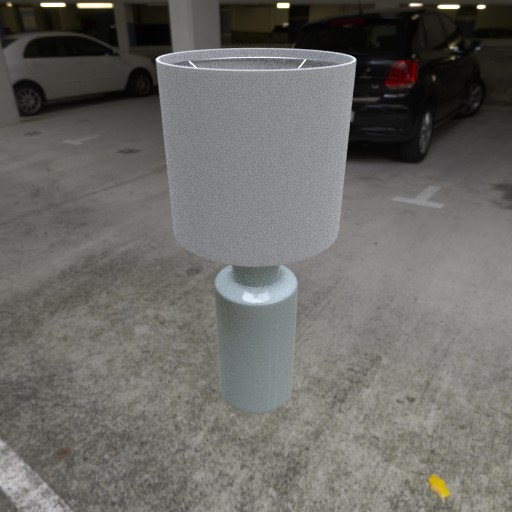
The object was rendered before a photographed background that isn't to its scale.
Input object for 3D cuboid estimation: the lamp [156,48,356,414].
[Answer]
[{"bbox_3d":[0.000,0.000,0.599,0.212,0.493,0.212,21,36,32],"label":"lamp"}]
